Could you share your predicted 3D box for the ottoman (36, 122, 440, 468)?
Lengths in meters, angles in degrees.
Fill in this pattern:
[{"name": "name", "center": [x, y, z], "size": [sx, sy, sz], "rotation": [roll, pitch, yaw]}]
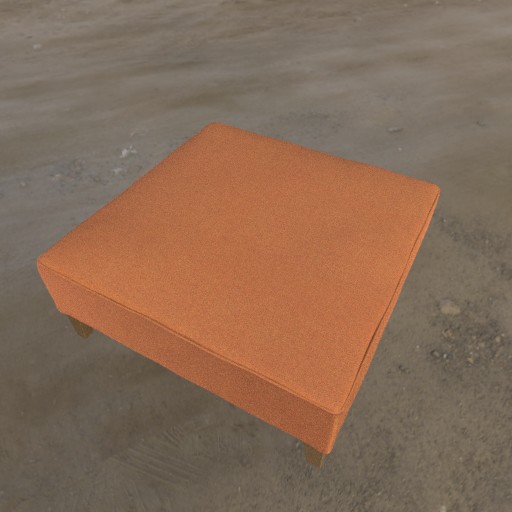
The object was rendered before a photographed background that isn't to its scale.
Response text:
[{"name": "ottoman", "center": [0.000, 0.000, 1.576], "size": [0.997, 0.438, 0.999], "rotation": [22, 49, 20]}]
